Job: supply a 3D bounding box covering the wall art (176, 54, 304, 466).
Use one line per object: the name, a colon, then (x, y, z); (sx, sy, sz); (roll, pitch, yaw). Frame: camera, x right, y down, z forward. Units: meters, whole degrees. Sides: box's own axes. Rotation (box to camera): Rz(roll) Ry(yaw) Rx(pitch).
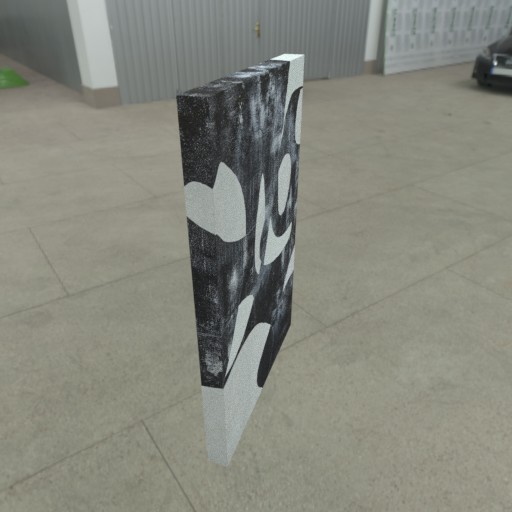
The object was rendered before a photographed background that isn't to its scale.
wall art: (0.000, 0.000, 0.780); (0.039, 0.610, 0.407); (10, 32, 17)
